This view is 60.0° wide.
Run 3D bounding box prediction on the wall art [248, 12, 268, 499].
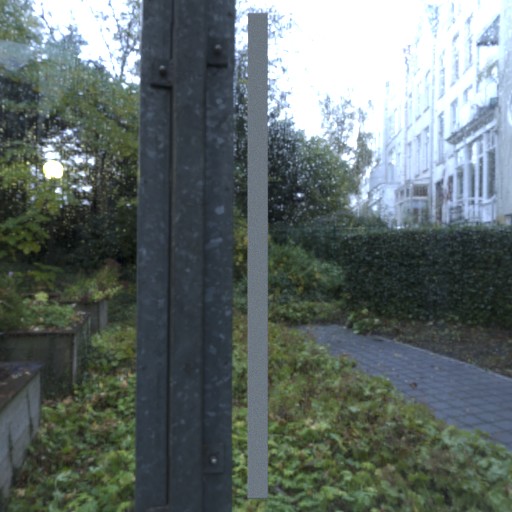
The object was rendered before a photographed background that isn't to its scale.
[{"bbox_3d":[0.000,0.000,1.139,0.038,0.914,0.610,0,0,-1],"label":"wall art"}]
